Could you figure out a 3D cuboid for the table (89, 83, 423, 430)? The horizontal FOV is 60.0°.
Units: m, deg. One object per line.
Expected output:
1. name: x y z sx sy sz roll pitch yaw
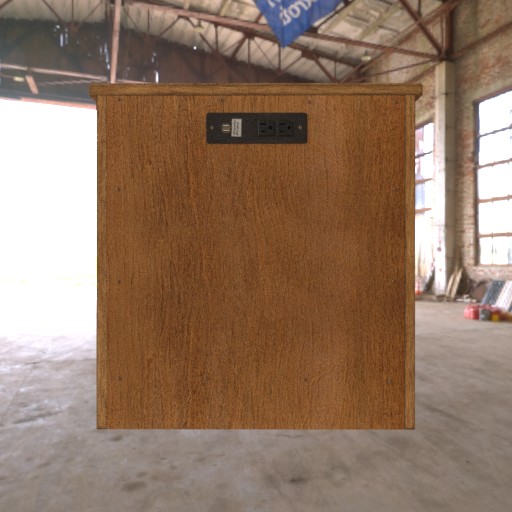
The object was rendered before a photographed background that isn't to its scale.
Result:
1. table: 0.000 0.000 1.042 0.601 0.625 0.494 0 0 0
